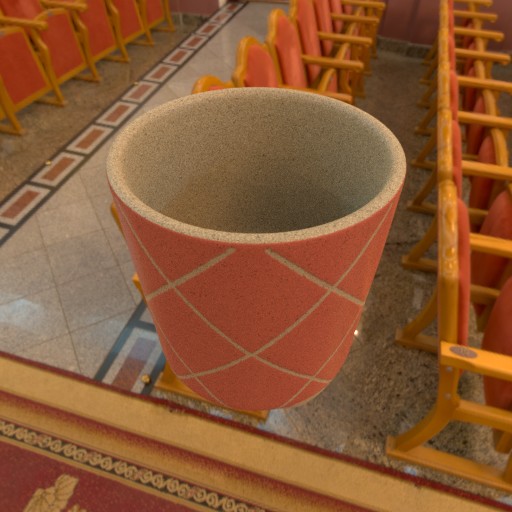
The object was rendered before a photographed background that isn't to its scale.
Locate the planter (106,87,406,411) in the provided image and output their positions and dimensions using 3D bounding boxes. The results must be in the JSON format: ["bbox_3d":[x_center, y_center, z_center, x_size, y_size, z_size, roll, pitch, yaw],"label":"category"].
[{"bbox_3d":[0.000,0.000,0.423,0.227,0.235,0.227,0,43,0],"label":"planter"}]
